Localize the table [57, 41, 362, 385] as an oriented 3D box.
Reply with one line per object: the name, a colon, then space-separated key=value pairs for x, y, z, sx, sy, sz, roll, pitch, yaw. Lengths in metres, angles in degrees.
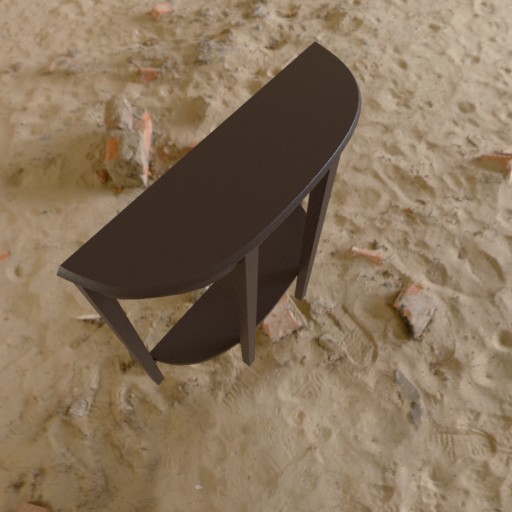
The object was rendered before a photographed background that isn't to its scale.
table: x=0.000 y=0.000 z=1.340 sx=0.274 sy=0.831 sz=0.909 roll=34 pitch=65 yaw=18
